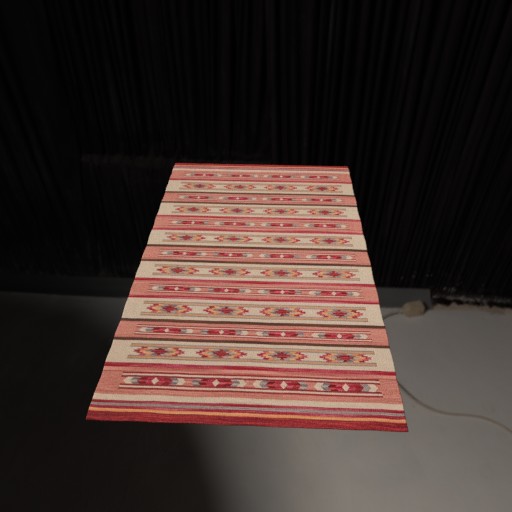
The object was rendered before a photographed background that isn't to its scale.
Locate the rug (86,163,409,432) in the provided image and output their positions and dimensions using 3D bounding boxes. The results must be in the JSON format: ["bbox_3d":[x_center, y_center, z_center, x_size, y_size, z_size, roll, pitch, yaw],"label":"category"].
[{"bbox_3d":[0.000,0.000,3.006,1.535,0.010,2.431,2,41,2],"label":"rug"}]
